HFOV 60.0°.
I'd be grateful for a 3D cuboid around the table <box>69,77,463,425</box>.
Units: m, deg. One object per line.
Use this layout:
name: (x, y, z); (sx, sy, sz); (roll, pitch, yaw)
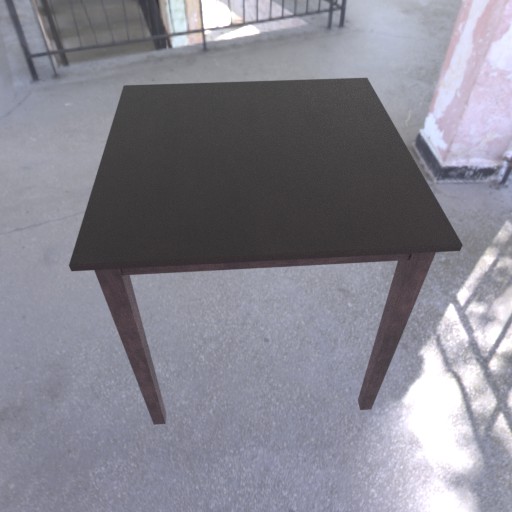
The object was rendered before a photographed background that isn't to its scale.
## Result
table: (0.000, 0.000, 1.374); (0.749, 0.770, 0.749); (-3, 46, -3)
